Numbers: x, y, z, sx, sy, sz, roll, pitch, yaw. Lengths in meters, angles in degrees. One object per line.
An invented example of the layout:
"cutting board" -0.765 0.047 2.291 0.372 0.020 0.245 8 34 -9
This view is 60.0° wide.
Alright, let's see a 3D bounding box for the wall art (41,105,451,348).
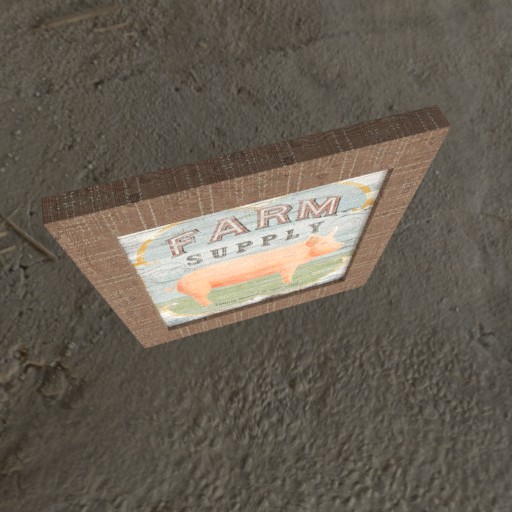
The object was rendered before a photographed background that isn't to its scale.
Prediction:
"wall art" 0.000 0.000 0.798 0.531 0.531 0.040 -15 64 -8
